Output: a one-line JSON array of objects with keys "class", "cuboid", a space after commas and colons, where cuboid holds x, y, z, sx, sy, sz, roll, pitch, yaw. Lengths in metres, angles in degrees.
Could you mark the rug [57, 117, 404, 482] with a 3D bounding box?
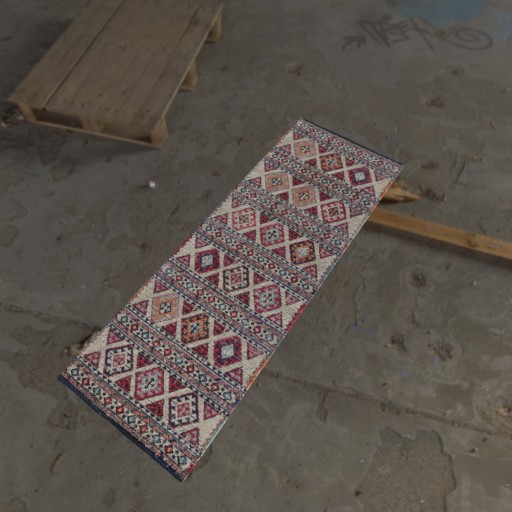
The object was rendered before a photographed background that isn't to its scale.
[{"class": "rug", "cuboid": [0.000, 0.000, 2.634, 0.832, 0.008, 2.362, 31, 63, 17]}]
